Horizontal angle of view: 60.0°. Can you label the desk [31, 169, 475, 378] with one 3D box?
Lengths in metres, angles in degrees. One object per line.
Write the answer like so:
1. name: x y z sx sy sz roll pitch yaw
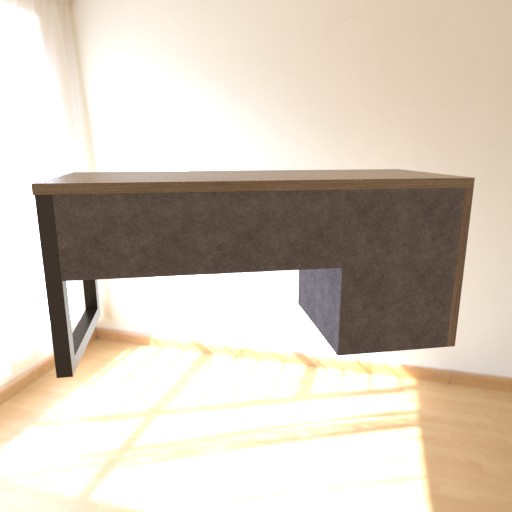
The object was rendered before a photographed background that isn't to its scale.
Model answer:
1. desk: 0.000 0.000 2.098 1.700 0.760 0.690 -2 14 -9
